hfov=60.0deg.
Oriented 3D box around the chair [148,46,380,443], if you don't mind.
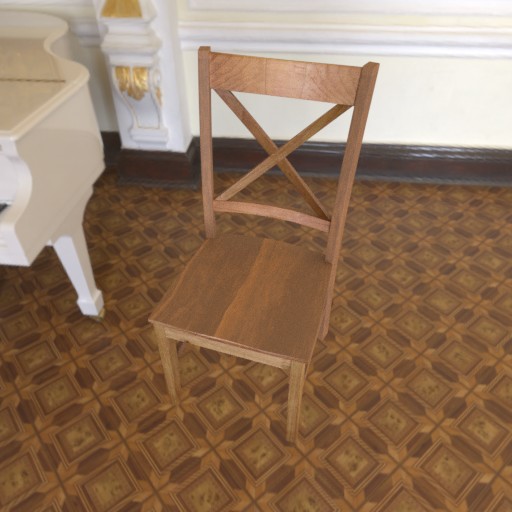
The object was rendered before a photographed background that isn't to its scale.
[{"bbox_3d":[0.000,0.000,1.294,0.485,0.983,0.542,12,42,14],"label":"chair"}]
